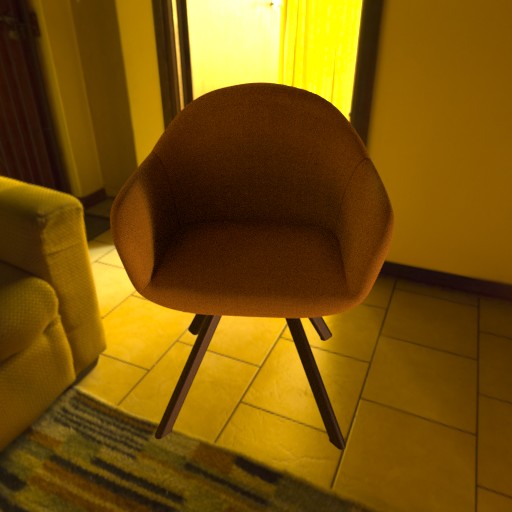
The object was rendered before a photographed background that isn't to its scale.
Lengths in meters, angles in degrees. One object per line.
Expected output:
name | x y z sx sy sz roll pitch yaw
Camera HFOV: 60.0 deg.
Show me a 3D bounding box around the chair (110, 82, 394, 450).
chair | 0.000 0.000 1.171 0.590 0.795 0.550 2 30 3
